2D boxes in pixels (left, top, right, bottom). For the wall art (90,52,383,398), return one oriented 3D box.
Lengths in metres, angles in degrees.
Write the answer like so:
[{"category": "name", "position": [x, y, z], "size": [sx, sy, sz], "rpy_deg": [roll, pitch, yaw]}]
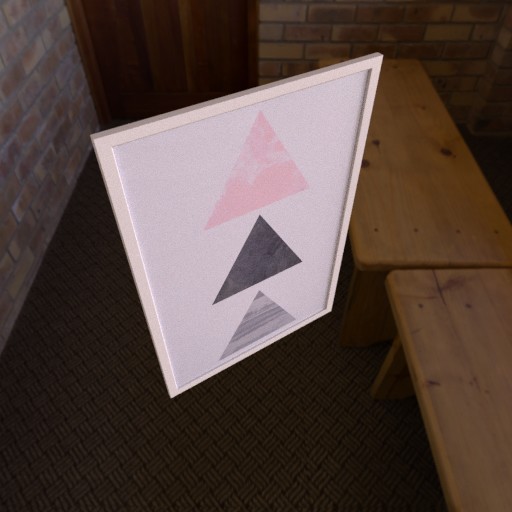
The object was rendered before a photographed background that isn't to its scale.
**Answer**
[{"category": "wall art", "position": [0.000, 0.000, 0.841], "size": [0.456, 0.656, 0.013], "rpy_deg": [-24, 51, -22]}]
